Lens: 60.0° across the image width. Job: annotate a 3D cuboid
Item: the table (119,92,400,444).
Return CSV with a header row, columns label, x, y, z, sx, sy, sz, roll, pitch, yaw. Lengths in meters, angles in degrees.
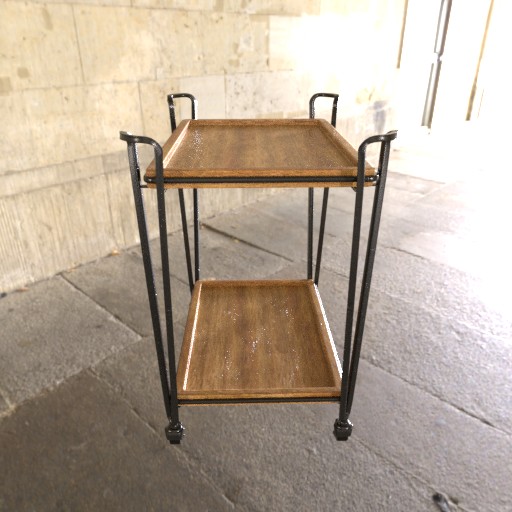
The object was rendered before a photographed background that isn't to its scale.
label,x,y,z,sx,sy,sz,roll,pitch,yaw
table,0.000,0.000,1.226,0.505,0.785,0.672,-1,26,-1
